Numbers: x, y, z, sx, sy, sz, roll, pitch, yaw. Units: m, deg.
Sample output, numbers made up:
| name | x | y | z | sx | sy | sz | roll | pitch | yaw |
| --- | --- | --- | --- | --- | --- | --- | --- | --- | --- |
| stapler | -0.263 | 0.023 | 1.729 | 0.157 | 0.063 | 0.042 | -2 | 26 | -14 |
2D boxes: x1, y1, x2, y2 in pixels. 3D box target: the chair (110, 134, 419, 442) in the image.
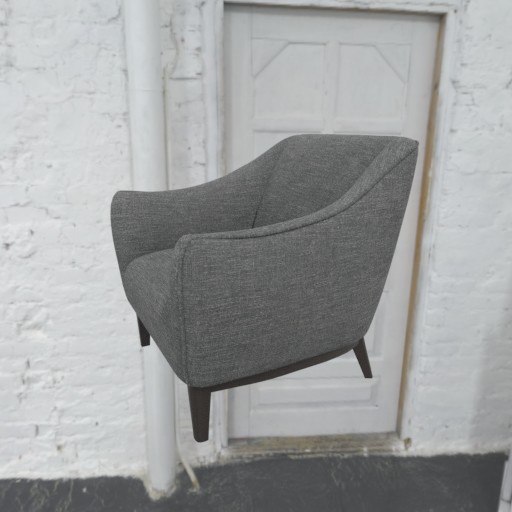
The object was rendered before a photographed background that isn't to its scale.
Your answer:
| name | x | y | z | sx | sy | sz | roll | pitch | yaw |
| --- | --- | --- | --- | --- | --- | --- | --- | --- | --- |
| chair | 0.000 | 0.000 | 1.578 | 0.851 | 0.829 | 0.870 | -8 | 18 | -26 |
